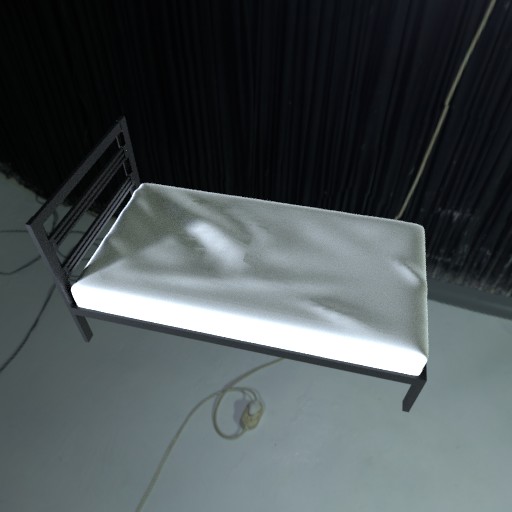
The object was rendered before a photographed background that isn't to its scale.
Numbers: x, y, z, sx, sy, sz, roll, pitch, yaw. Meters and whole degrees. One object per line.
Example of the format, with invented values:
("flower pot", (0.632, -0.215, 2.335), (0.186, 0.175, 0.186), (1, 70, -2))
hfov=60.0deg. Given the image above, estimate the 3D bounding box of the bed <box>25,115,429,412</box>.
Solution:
("bed", (0.000, 0.000, 2.528), (1.930, 0.967, 0.991), (10, 47, 9))
